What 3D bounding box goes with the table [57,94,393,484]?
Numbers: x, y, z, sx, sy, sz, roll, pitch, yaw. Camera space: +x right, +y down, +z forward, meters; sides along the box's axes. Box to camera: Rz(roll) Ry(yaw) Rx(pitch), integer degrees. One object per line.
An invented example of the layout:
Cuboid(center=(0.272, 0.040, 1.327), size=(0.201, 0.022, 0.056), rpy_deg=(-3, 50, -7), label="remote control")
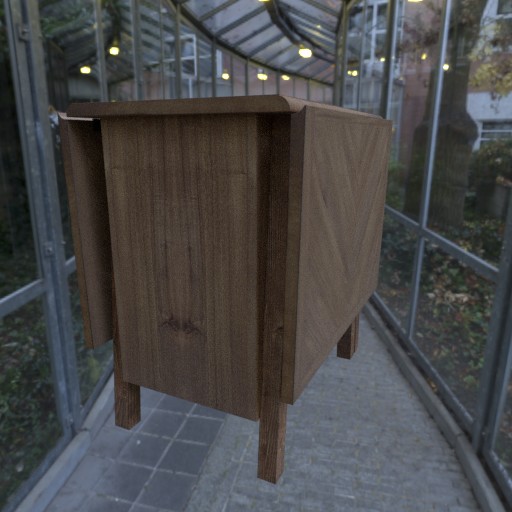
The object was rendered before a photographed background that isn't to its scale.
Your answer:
Cuboid(center=(0.000, 0.000, 1.568), size=(0.701, 0.981, 0.967), rpy_deg=(7, 17, 25), label="table")
